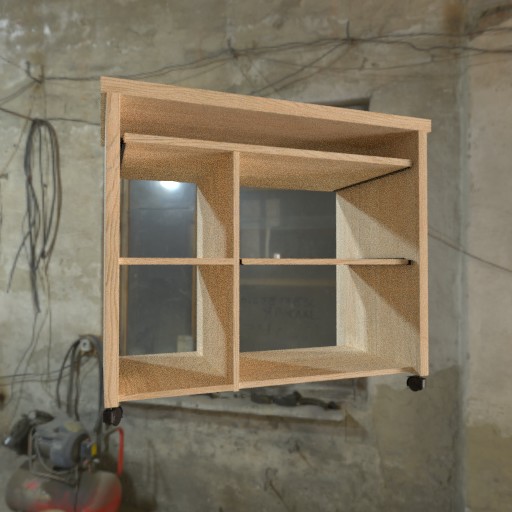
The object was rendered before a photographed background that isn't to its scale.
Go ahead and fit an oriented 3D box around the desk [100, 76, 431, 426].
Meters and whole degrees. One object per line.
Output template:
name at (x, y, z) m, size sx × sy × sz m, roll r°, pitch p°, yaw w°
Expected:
desk at (0.000, 0.000, 1.329) m, size 0.885 × 0.770 × 0.480 m, roll 0°, pitch -1°, yaw -19°
